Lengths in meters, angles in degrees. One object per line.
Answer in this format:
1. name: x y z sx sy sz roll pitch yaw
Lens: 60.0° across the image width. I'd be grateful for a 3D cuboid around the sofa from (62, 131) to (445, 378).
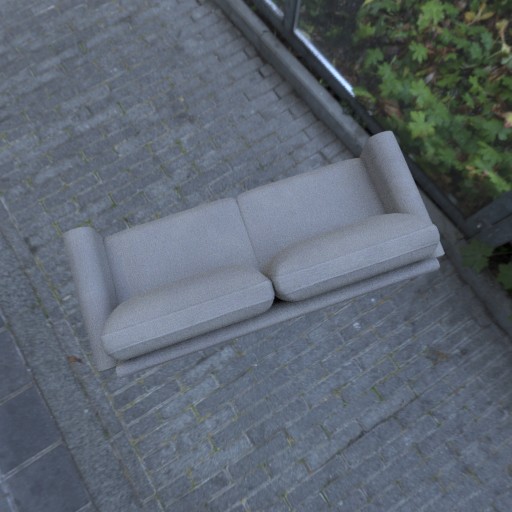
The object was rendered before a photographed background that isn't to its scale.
1. sofa: 0.000 0.000 2.494 1.935 0.942 0.842 -18 77 -4
